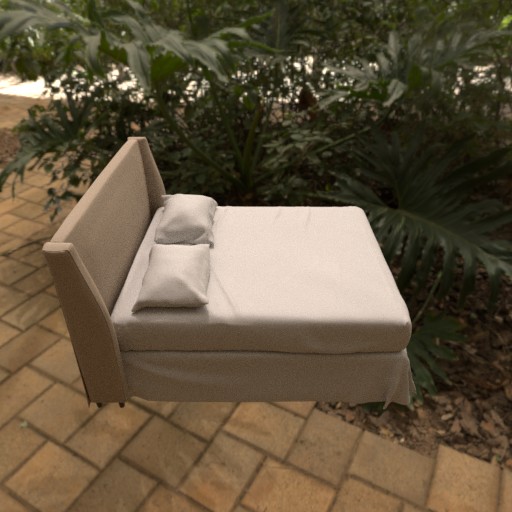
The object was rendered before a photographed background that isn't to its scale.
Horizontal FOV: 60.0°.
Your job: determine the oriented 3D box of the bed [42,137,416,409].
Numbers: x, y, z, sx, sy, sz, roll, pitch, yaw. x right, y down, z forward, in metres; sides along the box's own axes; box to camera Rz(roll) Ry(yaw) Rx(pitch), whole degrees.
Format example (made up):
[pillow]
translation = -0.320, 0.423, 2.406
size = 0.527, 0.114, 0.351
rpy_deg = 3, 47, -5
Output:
[bed]
translation = 0.000, 0.000, 3.470
size = 2.276, 1.332, 1.925
rpy_deg = 0, 33, 0
